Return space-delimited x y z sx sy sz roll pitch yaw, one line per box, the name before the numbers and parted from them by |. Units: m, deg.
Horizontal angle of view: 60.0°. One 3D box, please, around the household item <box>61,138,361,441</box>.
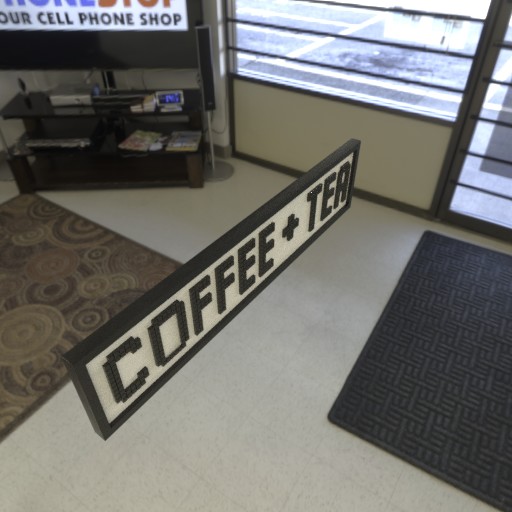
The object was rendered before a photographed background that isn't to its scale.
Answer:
household item | 0.000 0.000 1.084 0.030 0.236 1.001 25 46 27
